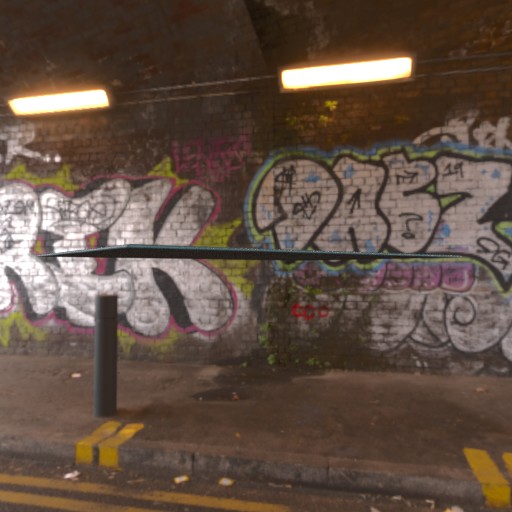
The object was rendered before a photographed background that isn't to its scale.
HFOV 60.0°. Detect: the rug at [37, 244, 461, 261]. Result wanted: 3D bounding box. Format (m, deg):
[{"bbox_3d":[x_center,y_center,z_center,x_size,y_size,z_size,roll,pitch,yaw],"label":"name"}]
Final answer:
[{"bbox_3d":[0.000,0.000,2.291,1.833,0.012,1.211,1,-2,-37],"label":"rug"}]
